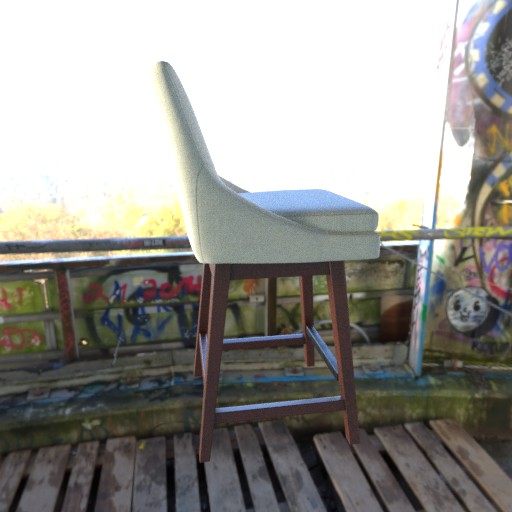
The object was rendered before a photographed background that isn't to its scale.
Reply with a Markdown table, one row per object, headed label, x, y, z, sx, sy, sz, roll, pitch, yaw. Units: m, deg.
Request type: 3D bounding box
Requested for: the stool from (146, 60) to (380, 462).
| label | x | y | z | sx | sy | sz | roll | pitch | yaw |
| --- | --- | --- | --- | --- | --- | --- | --- | --- | --- |
| stool | 0.000 | 0.000 | 1.290 | 0.559 | 0.991 | 0.469 | -3 | 16 | -9 |
